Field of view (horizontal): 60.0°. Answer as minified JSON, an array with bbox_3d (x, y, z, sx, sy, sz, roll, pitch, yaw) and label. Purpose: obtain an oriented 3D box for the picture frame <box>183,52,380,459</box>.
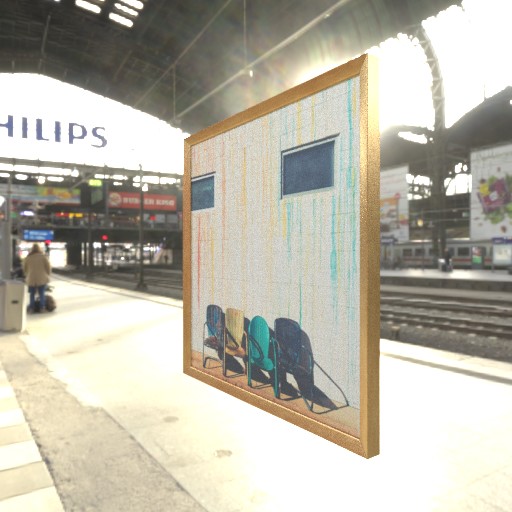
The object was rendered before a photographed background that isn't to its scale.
[{"bbox_3d":[0.000,0.000,1.144,0.037,0.761,0.758,0,0,-36],"label":"picture frame"}]
